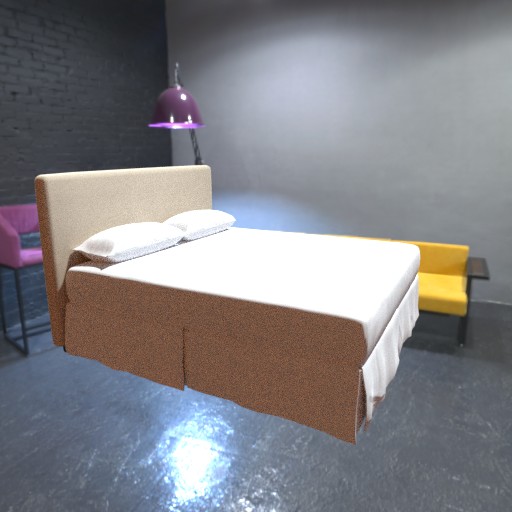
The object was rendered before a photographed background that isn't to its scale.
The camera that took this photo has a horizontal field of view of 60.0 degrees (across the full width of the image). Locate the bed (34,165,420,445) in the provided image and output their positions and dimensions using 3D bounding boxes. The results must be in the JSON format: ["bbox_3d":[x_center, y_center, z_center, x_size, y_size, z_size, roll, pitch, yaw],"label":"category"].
[{"bbox_3d":[0.000,0.000,3.491,2.319,1.317,2.119,7,15,26],"label":"bed"}]
